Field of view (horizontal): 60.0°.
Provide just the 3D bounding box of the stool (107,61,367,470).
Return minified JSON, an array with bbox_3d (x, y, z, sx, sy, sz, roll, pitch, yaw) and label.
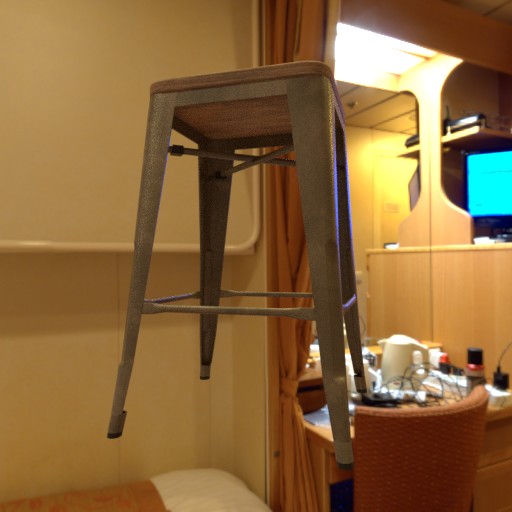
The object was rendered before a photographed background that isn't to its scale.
[{"bbox_3d":[0.000,0.000,0.876,0.407,0.607,0.407,0,-1,17],"label":"stool"}]
